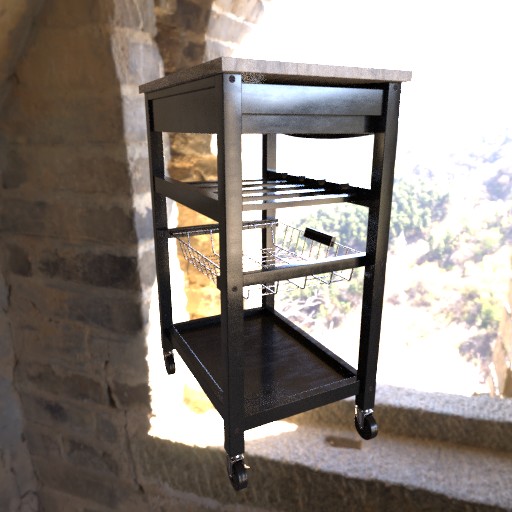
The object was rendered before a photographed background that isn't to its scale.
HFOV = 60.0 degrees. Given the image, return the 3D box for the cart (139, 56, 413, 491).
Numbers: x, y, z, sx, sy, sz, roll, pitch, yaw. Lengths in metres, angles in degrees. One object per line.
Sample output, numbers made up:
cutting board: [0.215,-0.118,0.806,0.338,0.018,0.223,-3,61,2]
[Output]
cart: [0.000,0.000,1.127,0.403,0.839,0.584,-8,18,-26]
